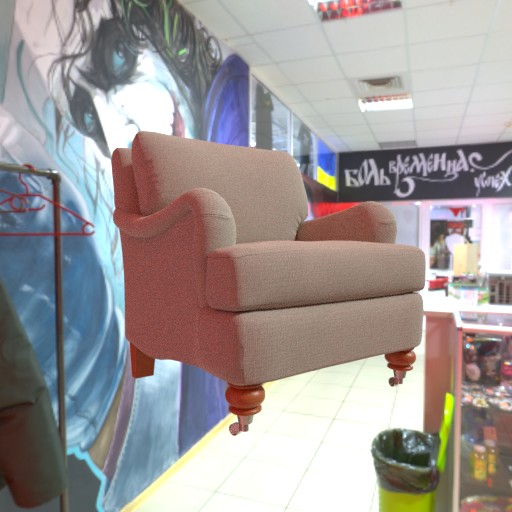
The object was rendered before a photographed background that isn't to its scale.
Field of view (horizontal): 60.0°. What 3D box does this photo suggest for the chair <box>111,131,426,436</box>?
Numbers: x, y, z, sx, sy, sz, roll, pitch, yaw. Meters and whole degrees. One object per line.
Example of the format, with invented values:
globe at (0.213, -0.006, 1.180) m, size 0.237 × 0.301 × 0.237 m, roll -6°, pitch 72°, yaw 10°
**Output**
chair at (0.000, 0.000, 1.859) m, size 0.955 × 1.038 × 1.070 m, roll -1°, pitch 2°, yaw -36°
